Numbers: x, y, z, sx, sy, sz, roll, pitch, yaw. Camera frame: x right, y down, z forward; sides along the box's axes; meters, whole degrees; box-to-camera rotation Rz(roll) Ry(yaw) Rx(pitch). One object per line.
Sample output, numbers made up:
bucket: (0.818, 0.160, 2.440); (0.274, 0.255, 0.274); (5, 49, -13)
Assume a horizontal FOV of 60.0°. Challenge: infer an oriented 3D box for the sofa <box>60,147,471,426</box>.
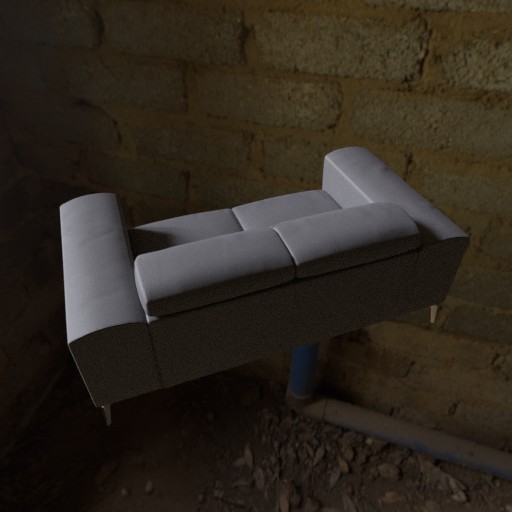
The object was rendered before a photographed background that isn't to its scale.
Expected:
sofa: (0.000, 0.000, 2.403); (1.895, 0.779, 1.003); (-14, 43, -15)
